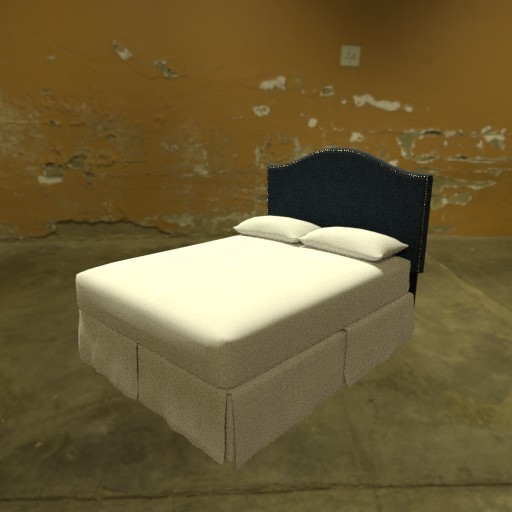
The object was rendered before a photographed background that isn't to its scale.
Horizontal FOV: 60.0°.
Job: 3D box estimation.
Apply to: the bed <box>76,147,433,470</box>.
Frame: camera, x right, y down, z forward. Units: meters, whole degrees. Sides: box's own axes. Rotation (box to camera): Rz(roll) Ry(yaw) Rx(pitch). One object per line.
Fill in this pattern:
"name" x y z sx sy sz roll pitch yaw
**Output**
"bed" 0.000 0.000 3.277 1.713 1.518 2.153 14 21 42
